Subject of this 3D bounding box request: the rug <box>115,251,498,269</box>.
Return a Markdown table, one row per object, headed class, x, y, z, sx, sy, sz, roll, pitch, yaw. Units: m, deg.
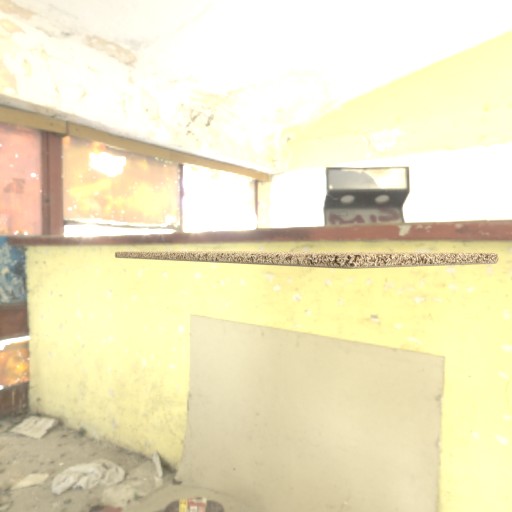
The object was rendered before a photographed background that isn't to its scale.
| class | x | y | z | sx | sy | sz | roll | pitch | yaw |
| --- | --- | --- | --- | --- | --- | --- | --- | --- | --- |
| rug | 0.000 | 0.000 | 1.693 | 0.609 | 0.030 | 1.524 | -1 | 1 | -35 |
